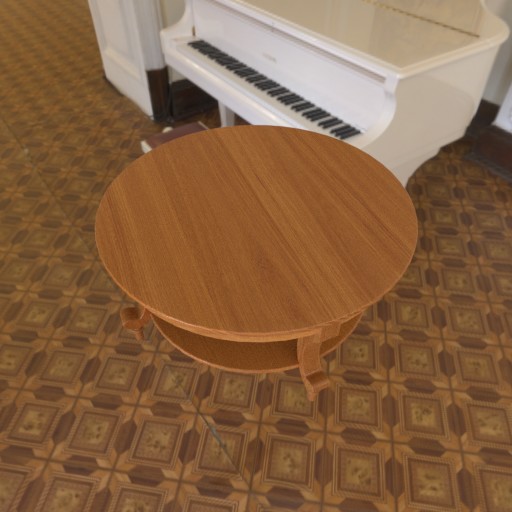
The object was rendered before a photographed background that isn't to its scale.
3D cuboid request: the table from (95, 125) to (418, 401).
[{"bbox_3d":[0.000,0.000,1.621,1.029,0.490,1.029,0,45,0],"label":"table"}]
